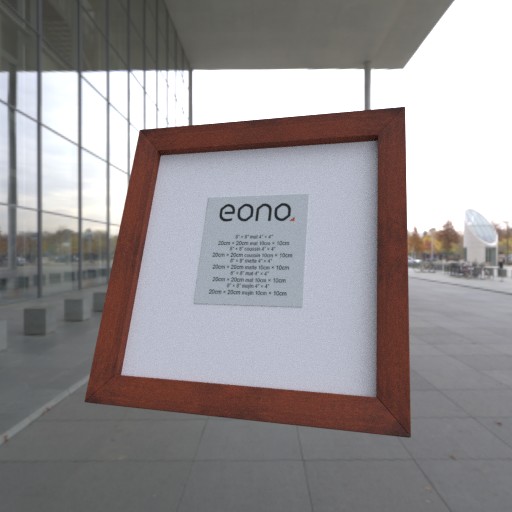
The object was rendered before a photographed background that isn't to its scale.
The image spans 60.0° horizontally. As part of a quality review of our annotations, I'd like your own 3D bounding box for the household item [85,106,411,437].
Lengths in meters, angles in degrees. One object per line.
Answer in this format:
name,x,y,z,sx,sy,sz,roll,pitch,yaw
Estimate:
household item,0.000,0.000,0.373,0.240,0.240,0.131,0,0,16
